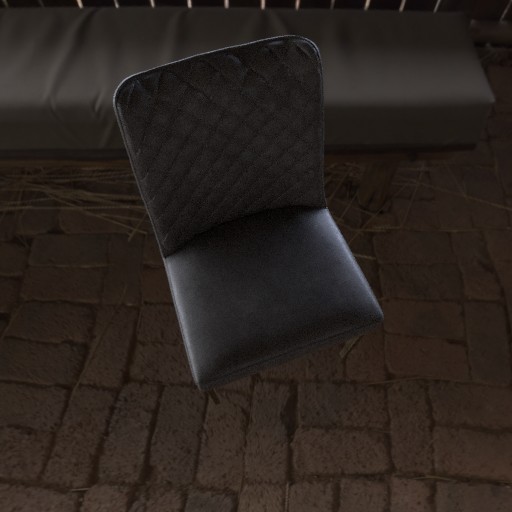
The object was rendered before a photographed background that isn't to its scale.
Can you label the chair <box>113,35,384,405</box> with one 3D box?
[{"bbox_3d":[0.000,0.000,1.216,0.508,0.889,0.587,-18,66,-8],"label":"chair"}]
